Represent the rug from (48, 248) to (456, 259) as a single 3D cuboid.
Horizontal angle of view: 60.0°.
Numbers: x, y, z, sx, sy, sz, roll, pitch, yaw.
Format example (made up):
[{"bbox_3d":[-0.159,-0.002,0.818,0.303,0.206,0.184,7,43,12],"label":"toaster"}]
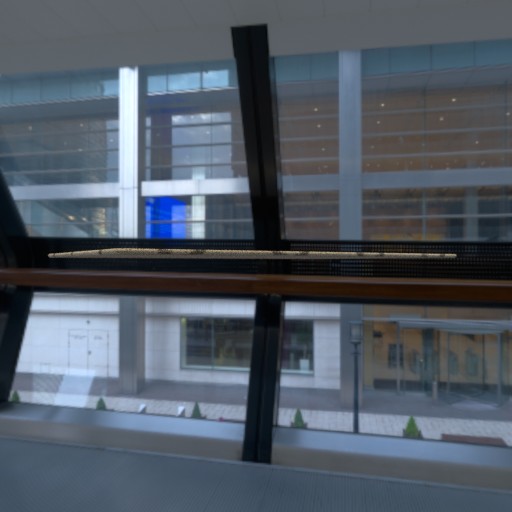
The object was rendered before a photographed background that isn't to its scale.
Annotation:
[{"bbox_3d":[0.000,0.000,3.009,2.348,0.024,1.501,1,-1,-35],"label":"rug"}]
